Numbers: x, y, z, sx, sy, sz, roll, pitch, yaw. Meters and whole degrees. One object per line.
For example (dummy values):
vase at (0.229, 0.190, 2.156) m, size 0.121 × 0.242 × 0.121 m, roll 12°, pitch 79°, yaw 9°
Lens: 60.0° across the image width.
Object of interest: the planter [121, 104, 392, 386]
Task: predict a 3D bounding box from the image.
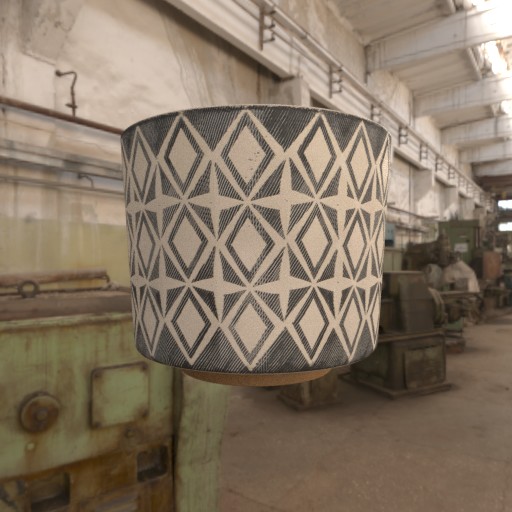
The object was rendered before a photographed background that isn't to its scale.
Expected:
planter at (0.000, 0.000, 0.446) m, size 0.260 × 0.220 × 0.260 m, roll 0°, pitch 0°, yaw 0°
